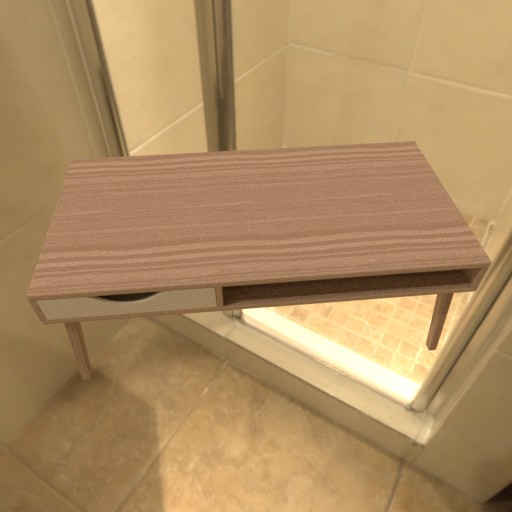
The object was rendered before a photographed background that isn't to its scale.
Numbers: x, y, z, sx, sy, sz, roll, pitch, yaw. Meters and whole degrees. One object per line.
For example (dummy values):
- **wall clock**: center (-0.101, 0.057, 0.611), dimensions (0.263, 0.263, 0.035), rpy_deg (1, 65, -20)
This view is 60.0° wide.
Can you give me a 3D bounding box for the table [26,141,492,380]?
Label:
- **table**: center (0.000, 0.000, 1.502), dimensions (1.200, 0.450, 0.600), rpy_deg (-4, 46, -4)
